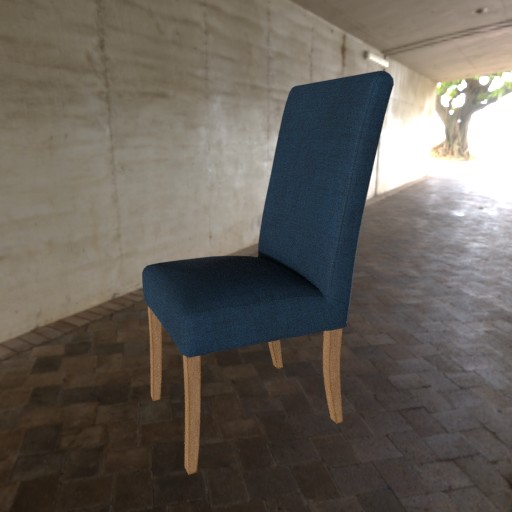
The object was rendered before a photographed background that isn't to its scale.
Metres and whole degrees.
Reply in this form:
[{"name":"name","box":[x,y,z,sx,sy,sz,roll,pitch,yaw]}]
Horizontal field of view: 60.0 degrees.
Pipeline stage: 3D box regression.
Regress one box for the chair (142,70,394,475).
[{"name":"chair","box":[0.000,0.000,1.342,0.610,1.029,0.450,-7,17,-26]}]
